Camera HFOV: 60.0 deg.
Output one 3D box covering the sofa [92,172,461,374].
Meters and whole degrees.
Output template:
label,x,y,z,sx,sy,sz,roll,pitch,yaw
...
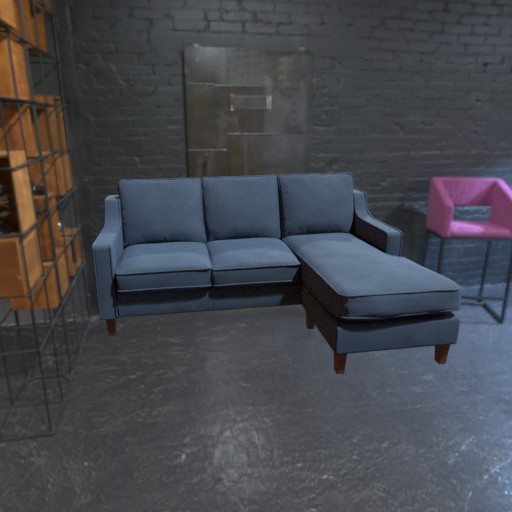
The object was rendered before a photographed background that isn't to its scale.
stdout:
label,x,y,z,sx,sy,sz,roll,pitch,yaw
sofa,0.000,0.000,3.350,2.317,1.066,1.858,-3,17,-9
